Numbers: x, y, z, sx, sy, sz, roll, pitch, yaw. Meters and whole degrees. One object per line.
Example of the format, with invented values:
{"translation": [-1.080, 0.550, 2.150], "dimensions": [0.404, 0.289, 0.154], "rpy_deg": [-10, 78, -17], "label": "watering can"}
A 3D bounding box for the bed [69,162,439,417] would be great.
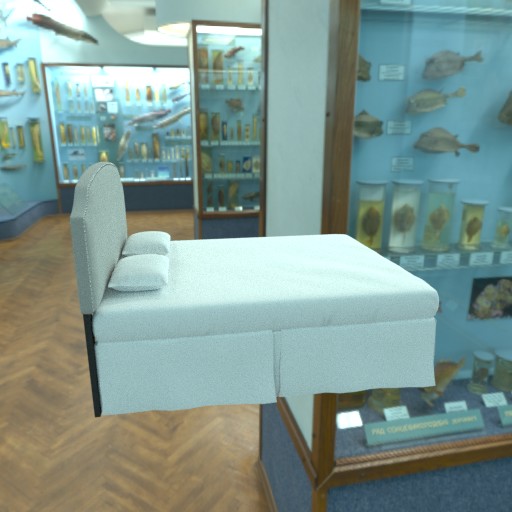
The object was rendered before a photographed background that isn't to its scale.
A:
{"translation": [0.000, 0.000, 3.022], "dimensions": [1.999, 1.270, 1.558], "rpy_deg": [-3, 16, -10], "label": "bed"}
